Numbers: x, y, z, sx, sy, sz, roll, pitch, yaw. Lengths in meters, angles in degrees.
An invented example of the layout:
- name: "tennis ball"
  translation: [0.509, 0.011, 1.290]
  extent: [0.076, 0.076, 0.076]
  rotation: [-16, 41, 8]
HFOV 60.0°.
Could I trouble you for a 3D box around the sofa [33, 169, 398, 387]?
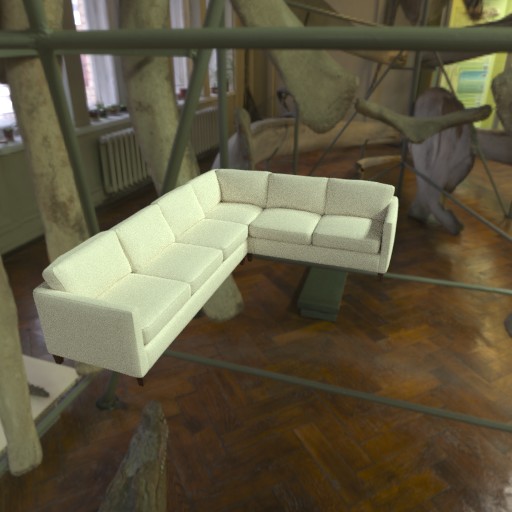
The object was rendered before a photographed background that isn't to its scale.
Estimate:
- name: "sofa"
  translation: [0.000, 0.000, 4.504]
  extent: [2.593, 0.947, 3.302]
  rotation: [9, 27, 17]
